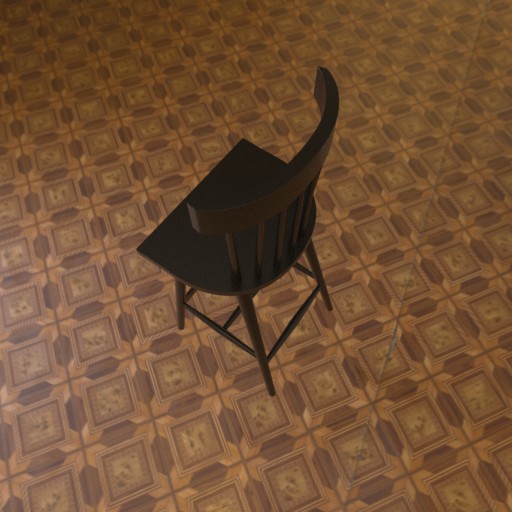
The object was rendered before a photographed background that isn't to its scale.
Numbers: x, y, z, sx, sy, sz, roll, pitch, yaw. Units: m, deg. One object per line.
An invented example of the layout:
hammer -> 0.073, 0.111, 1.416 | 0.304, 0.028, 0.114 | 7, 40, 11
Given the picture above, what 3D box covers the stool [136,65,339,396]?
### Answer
stool -> 0.000, 0.000, 1.355 | 0.483, 1.092, 0.482 | 32, 67, 16
